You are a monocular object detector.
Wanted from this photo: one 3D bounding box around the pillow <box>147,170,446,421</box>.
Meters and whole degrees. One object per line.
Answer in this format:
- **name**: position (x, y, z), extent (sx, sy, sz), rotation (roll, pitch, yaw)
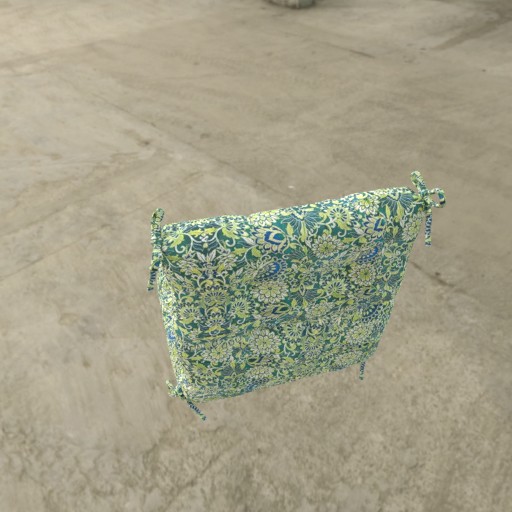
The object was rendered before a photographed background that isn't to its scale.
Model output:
- **pillow**: position (0.000, 0.000, 1.045), extent (0.519, 0.605, 0.571), rotation (-11, 42, -12)
